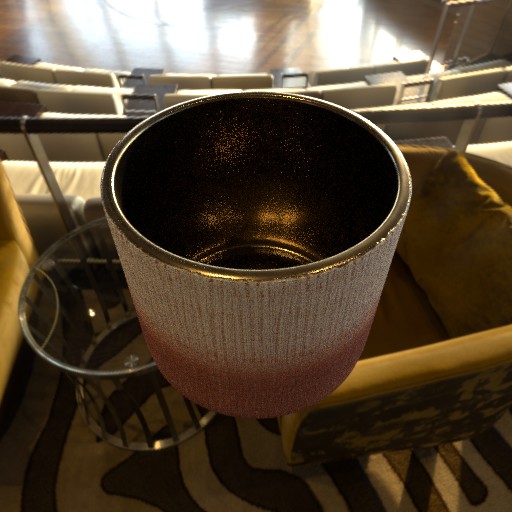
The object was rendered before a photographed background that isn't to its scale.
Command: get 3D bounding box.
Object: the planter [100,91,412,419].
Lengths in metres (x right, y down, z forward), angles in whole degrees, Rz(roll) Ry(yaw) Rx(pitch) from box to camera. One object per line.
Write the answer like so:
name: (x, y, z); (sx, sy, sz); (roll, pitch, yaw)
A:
planter: (0.000, 0.000, 0.311); (0.178, 0.157, 0.178); (0, 47, 0)
